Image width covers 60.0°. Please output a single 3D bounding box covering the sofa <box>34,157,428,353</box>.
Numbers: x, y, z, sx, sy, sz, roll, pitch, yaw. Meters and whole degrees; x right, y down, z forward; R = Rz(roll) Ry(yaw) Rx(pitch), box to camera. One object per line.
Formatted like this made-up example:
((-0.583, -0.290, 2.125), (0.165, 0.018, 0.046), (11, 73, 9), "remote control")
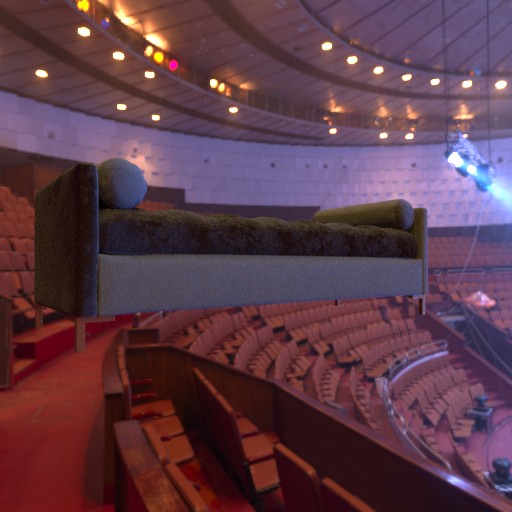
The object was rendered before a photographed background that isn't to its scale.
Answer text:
((0.000, 0.000, 2.427), (2.102, 0.705, 0.796), (1, -1, -36), "sofa")
